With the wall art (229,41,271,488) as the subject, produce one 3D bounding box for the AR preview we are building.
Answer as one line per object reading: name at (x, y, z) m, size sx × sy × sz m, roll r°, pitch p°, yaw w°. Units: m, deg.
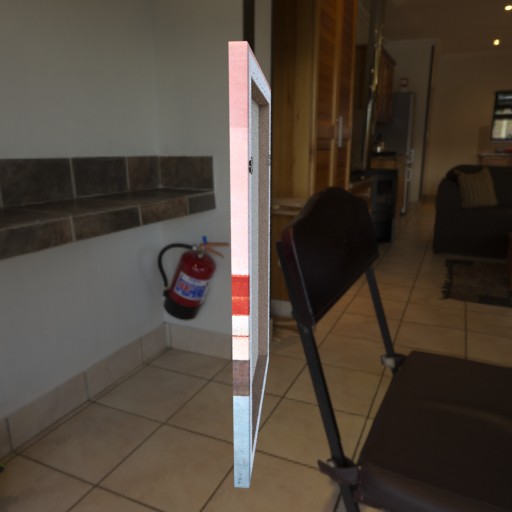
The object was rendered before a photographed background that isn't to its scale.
wall art at (0.000, 0.000, 1.175) m, size 0.038 × 0.914 × 0.610 m, roll 1°, pitch 13°, yaw 5°
